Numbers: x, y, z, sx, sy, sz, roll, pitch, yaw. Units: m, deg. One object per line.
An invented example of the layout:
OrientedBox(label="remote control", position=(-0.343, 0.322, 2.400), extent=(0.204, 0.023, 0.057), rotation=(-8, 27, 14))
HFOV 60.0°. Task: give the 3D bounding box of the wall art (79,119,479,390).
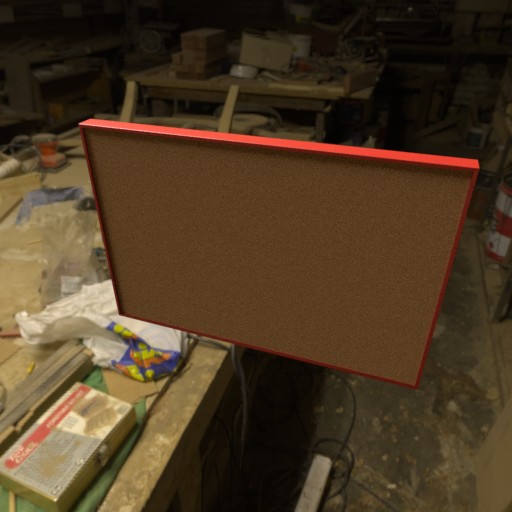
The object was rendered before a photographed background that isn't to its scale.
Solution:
OrientedBox(label="wall art", position=(0.000, 0.000, 0.762), extent=(0.607, 0.405, 0.033), rotation=(11, 34, 16))
